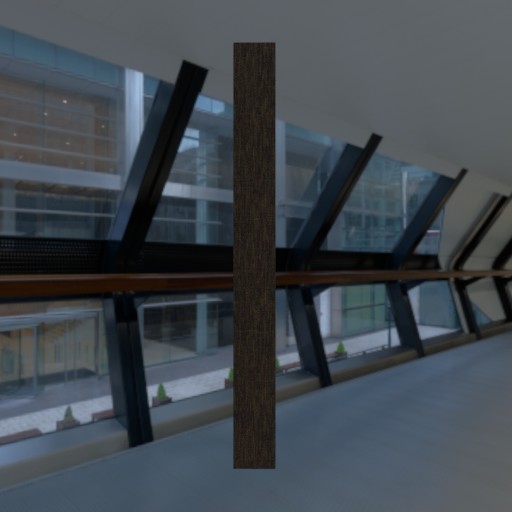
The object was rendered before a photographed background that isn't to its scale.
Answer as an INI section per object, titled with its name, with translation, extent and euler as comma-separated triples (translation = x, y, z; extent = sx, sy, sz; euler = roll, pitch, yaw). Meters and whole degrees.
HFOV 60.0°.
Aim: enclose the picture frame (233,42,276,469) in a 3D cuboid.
[picture frame]
translation = 0.000, 0.000, 0.532
extent = 0.033, 0.330, 0.378
euler = 0, 0, 0
